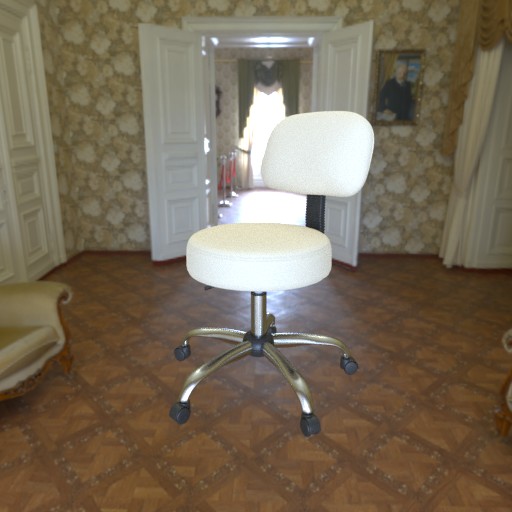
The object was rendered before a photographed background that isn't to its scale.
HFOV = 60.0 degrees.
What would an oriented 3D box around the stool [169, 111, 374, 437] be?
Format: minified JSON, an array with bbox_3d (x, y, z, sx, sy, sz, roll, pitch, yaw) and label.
[{"bbox_3d":[0.000,0.000,1.273,0.616,0.810,0.609,-14,21,-42],"label":"stool"}]
